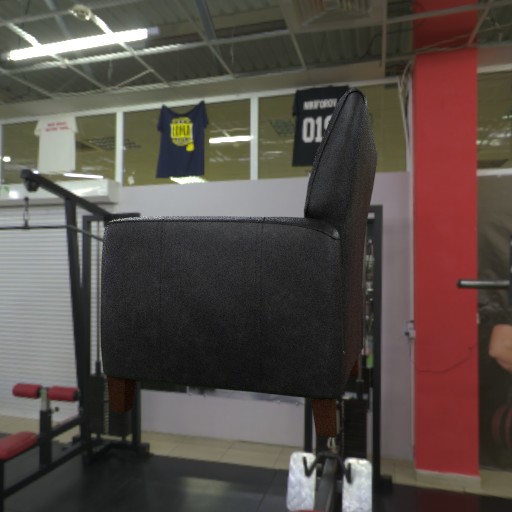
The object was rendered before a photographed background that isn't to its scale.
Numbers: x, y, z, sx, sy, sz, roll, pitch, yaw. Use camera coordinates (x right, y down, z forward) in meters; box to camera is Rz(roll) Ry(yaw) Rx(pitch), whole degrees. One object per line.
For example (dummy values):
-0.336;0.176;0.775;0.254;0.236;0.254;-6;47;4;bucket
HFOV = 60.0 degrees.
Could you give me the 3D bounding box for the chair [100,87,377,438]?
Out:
0.000;0.000;1.676;0.864;1.014;0.848;0;-1;18;chair
